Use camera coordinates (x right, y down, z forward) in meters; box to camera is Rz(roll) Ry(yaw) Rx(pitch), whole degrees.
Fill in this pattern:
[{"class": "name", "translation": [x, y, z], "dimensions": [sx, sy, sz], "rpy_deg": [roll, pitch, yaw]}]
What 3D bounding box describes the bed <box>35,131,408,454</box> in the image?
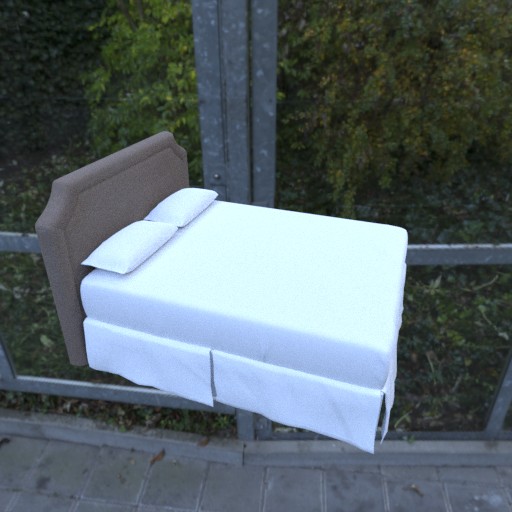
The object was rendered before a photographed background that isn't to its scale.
[{"class": "bed", "translation": [0.000, 0.000, 3.119], "dimensions": [2.116, 1.290, 1.693], "rpy_deg": [10, 31, 17]}]
